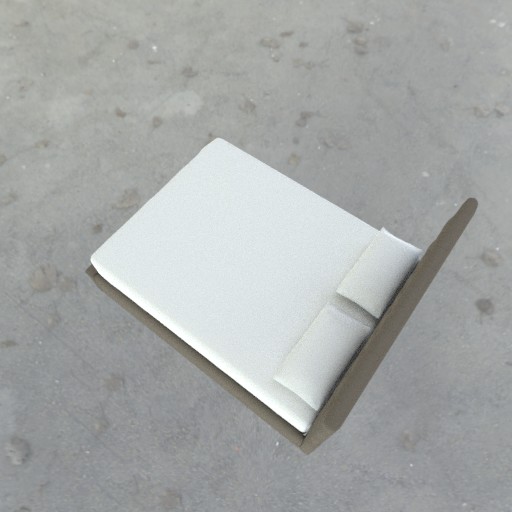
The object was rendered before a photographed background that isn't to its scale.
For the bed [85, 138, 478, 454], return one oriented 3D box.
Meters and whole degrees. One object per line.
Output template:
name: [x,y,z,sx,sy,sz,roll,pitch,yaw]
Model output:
bed: [0.000,0.000,3.348,2.233,1.426,1.696,34,67,17]
